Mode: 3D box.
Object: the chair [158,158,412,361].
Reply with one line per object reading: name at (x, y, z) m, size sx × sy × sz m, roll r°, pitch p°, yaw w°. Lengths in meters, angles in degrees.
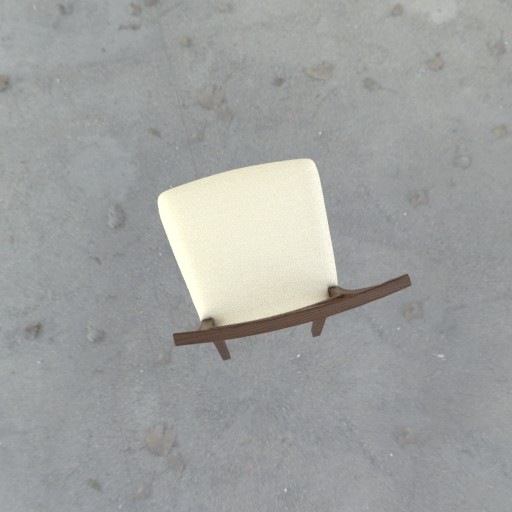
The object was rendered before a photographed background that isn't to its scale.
chair at (0.000, 0.000, 1.162) m, size 0.440 × 0.913 × 0.480 m, roll -14°, pitch 75°, yaw -4°
